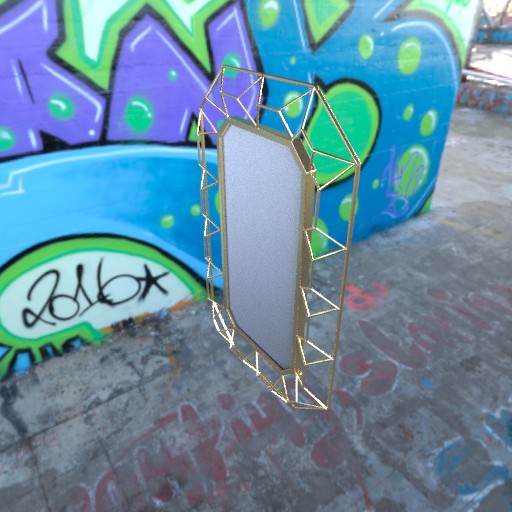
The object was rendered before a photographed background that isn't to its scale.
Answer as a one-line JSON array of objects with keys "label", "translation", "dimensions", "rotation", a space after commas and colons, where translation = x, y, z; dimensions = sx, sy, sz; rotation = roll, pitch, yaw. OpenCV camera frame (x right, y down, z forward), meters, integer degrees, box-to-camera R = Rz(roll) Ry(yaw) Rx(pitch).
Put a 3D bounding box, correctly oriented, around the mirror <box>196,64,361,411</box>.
[{"label": "mirror", "translation": [0.000, 0.000, 1.134], "dimensions": [0.051, 0.870, 0.572], "rotation": [-20, 36, -30]}]
